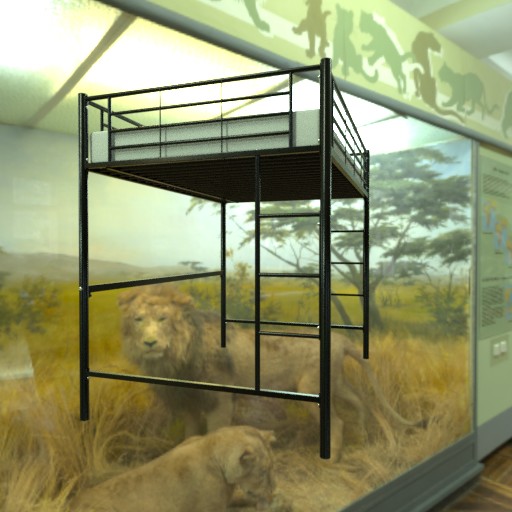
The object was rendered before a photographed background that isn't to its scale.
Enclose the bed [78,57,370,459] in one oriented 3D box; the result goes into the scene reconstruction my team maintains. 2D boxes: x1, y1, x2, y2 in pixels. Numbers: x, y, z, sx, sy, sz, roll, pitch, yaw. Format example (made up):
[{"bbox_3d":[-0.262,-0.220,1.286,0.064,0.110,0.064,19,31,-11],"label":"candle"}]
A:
[{"bbox_3d":[0.000,0.000,3.147,1.397,1.803,1.994,0,1,19],"label":"bed"}]
